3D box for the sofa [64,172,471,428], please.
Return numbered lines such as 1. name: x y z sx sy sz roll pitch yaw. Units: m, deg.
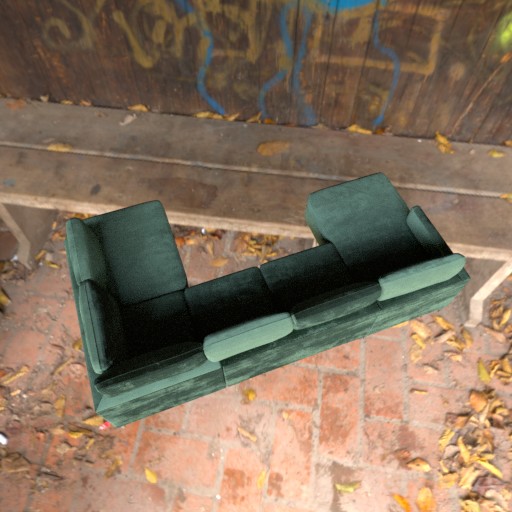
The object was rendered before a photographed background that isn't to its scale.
1. sofa: 0.000 0.000 4.384 3.434 0.992 2.055 -18 60 -11
